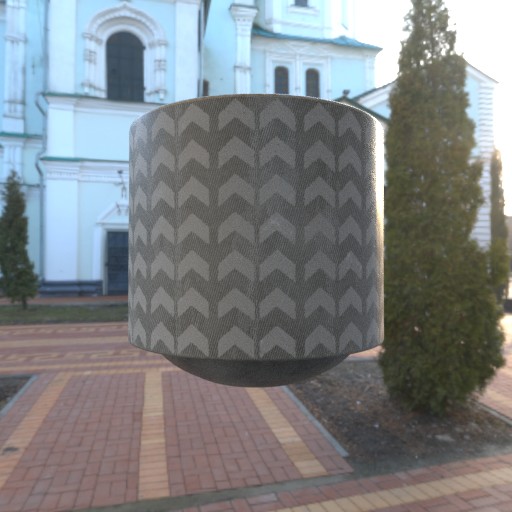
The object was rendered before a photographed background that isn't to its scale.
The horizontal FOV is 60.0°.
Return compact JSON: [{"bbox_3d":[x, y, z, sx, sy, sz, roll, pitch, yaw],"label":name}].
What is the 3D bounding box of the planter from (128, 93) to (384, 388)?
[{"bbox_3d":[0.000,0.000,0.344,0.190,0.181,0.190,0,-1,0],"label":"planter"}]
